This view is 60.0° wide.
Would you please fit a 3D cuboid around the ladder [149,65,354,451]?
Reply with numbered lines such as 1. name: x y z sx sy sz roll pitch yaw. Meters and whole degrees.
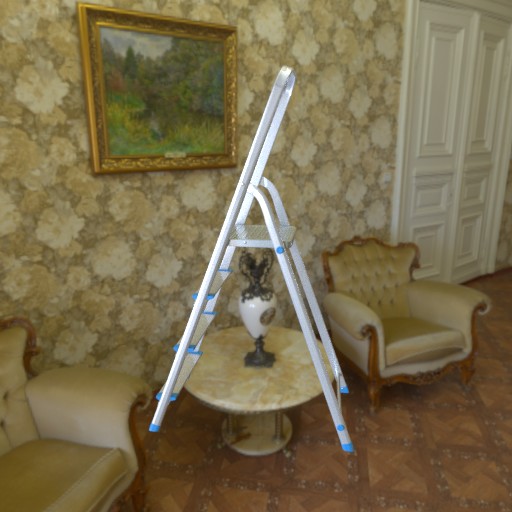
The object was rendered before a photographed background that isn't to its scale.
1. ladder: 0.000 0.000 1.827 0.842 1.434 0.445 2 15 9
